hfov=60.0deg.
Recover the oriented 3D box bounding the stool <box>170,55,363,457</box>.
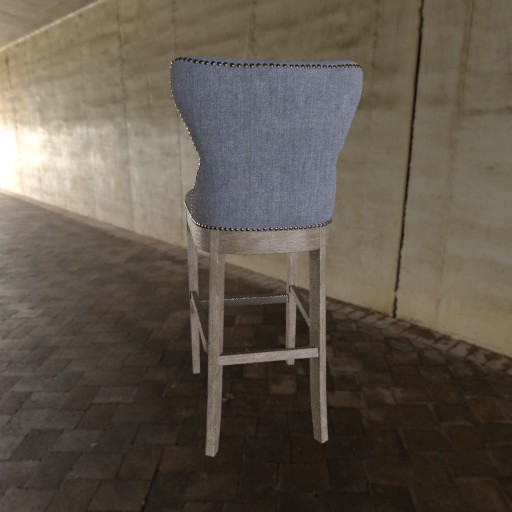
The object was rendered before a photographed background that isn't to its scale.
[{"bbox_3d":[0.000,0.000,1.438,0.494,1.123,0.606,-3,16,-10],"label":"stool"}]
